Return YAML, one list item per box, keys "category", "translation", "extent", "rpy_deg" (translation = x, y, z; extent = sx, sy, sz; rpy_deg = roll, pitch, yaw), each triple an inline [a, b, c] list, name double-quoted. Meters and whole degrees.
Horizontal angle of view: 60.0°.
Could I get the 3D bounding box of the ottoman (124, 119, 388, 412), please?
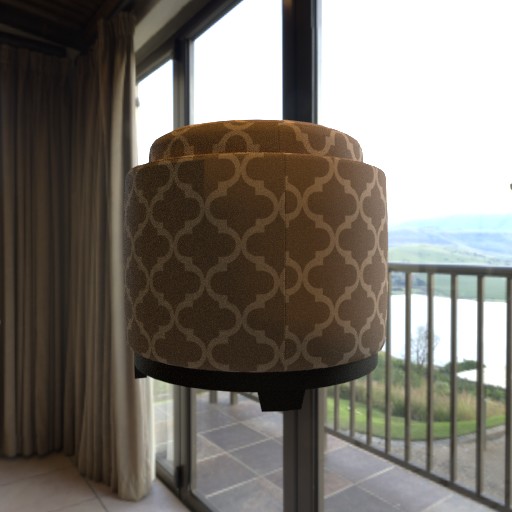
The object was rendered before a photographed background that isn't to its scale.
- category: "ottoman"
  translation: [0.000, 0.000, 0.839]
  extent: [0.480, 0.429, 0.480]
  rpy_deg: [0, 1, 0]
